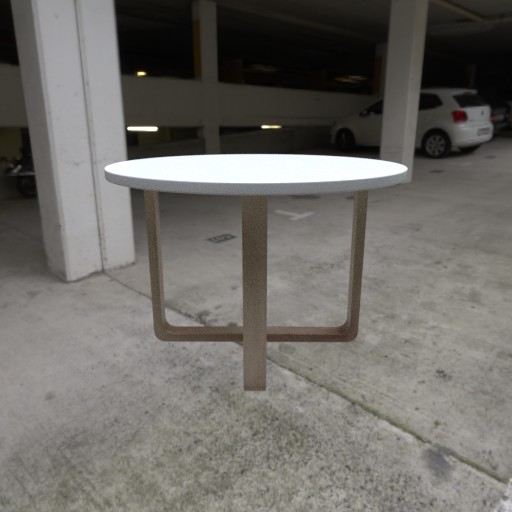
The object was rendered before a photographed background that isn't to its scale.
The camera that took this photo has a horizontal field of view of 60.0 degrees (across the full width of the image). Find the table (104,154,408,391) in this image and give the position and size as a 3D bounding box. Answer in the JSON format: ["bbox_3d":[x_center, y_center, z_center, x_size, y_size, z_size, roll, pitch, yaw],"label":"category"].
[{"bbox_3d":[0.000,0.000,0.979,0.600,0.400,0.600,0,17,0],"label":"table"}]
